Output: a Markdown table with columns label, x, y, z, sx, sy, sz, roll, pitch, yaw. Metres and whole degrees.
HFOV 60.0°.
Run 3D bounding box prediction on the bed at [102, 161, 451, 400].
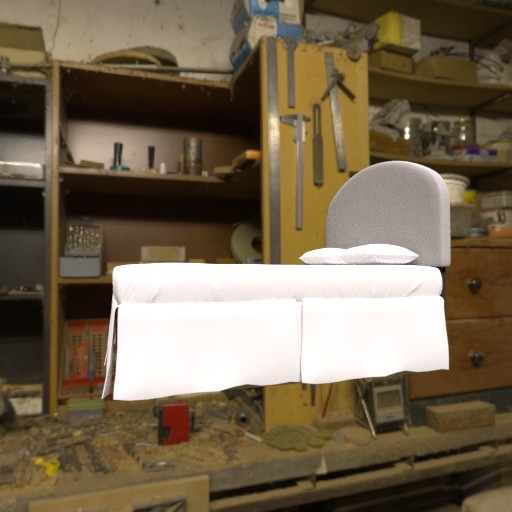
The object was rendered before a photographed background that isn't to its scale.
| label | x | y | z | sx | sy | sz | roll | pitch | yaw |
| --- | --- | --- | --- | --- | --- | --- | --- | --- | --- |
| bed | 0.000 | 0.000 | 3.107 | 2.005 | 1.410 | 1.607 | 0 | -1 | -18 |
